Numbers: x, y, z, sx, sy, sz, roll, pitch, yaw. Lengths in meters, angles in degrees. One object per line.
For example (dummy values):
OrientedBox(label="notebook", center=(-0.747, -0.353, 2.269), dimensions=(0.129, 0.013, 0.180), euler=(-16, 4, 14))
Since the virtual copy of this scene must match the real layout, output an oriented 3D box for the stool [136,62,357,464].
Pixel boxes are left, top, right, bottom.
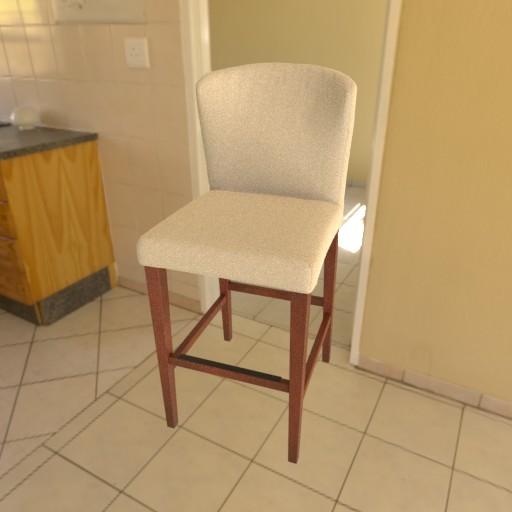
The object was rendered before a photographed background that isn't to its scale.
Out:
OrientedBox(label="stool", center=(0.000, 0.000, 1.362), dimensions=(0.479, 1.069, 0.568), euler=(9, 27, 17))
